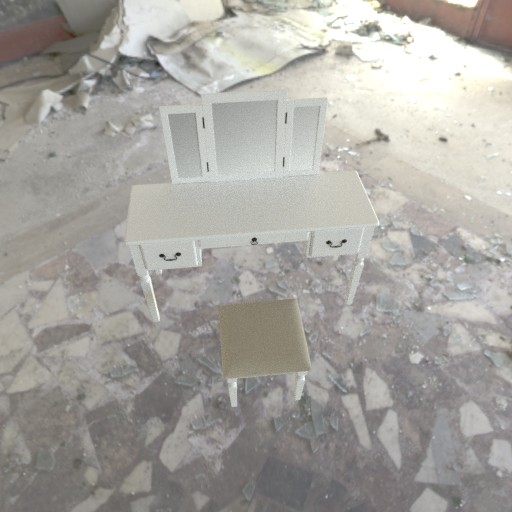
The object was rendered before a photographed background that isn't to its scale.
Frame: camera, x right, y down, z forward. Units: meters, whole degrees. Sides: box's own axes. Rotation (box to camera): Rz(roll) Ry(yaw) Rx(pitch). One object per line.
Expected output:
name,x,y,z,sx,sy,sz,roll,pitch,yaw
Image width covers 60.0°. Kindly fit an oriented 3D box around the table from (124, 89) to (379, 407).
table,0.000,0.000,2.378,1.369,1.310,1.115,-5,47,-4
